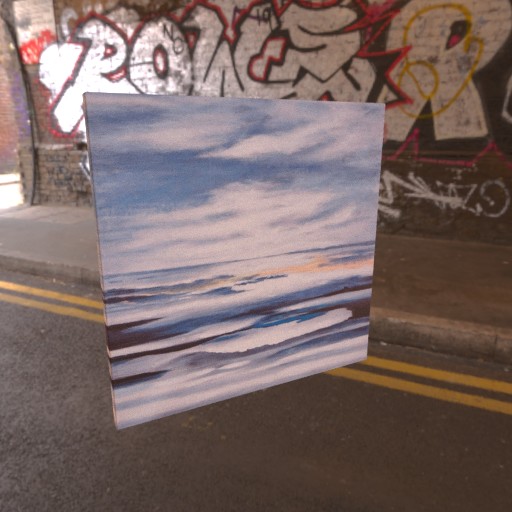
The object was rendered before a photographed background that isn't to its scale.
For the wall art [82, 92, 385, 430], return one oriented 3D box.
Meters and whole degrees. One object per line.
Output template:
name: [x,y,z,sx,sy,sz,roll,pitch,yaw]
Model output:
wall art: [0.000,0.000,1.115,0.747,0.747,0.035,-8,17,-26]
